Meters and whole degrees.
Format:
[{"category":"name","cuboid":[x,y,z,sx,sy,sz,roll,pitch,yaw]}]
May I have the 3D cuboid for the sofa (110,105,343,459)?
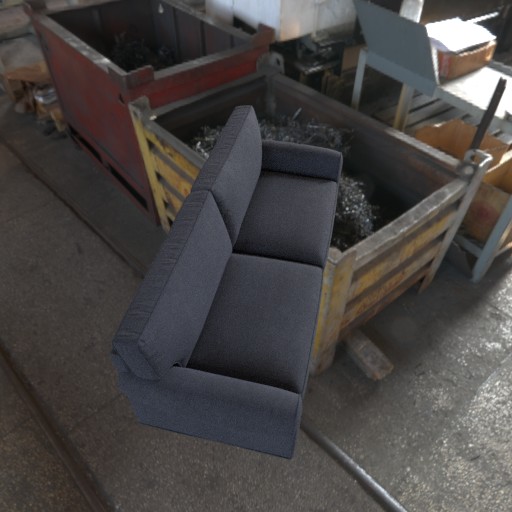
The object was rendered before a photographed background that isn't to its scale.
[{"category":"sofa","cuboid":[0.000,0.000,2.993,0.954,1.026,2.391,9,47,9]}]
